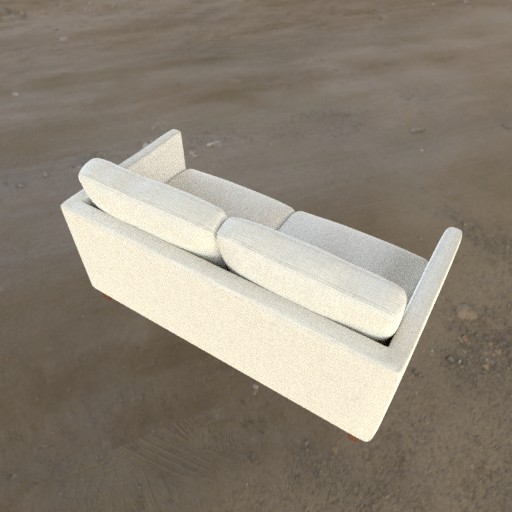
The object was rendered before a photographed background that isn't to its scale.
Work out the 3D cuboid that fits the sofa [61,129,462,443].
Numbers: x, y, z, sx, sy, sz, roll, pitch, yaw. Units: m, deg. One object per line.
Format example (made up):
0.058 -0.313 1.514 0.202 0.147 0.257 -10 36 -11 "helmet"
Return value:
0.000 0.000 2.416 1.838 0.963 0.950 24 50 22 "sofa"
